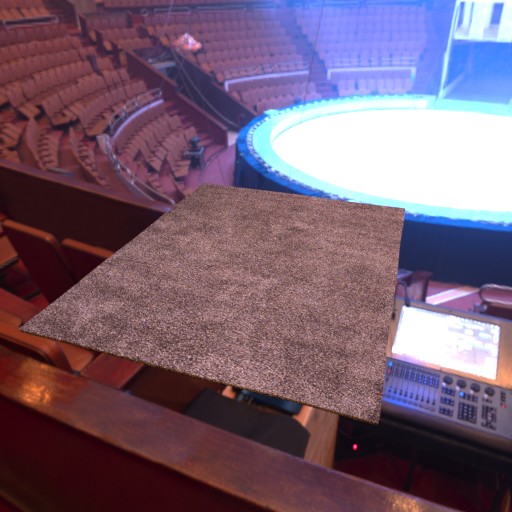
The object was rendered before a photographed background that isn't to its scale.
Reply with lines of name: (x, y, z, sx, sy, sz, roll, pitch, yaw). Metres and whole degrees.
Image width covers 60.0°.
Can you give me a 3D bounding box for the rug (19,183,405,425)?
rug: (0.000, 0.000, 3.917, 2.401, 0.025, 3.000, 10, 31, 16)
